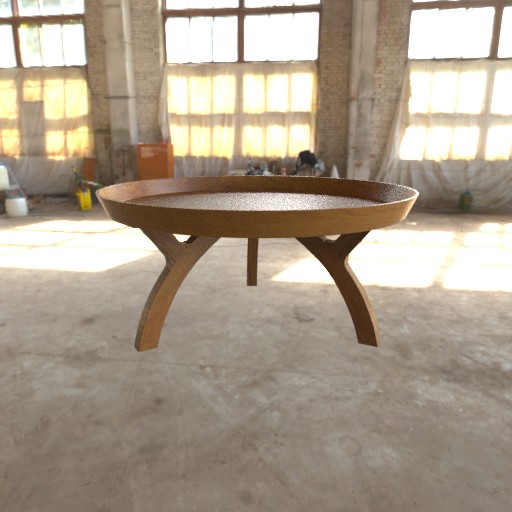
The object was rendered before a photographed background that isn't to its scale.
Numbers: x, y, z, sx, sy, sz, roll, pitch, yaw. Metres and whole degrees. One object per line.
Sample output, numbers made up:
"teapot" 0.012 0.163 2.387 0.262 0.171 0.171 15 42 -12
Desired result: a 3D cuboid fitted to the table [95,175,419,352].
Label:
"table" 0.000 0.000 1.525 1.016 0.470 1.016 0 15 0
